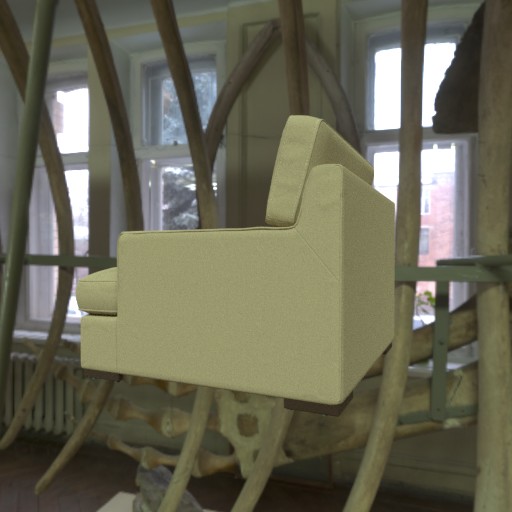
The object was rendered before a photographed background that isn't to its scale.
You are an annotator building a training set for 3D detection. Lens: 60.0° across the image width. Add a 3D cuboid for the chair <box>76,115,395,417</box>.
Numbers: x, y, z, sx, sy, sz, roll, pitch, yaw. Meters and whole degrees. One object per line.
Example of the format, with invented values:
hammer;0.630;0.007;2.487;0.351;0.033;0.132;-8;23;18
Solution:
chair;0.000;0.000;2.134;1.274;1.005;1.293;0;0;18
